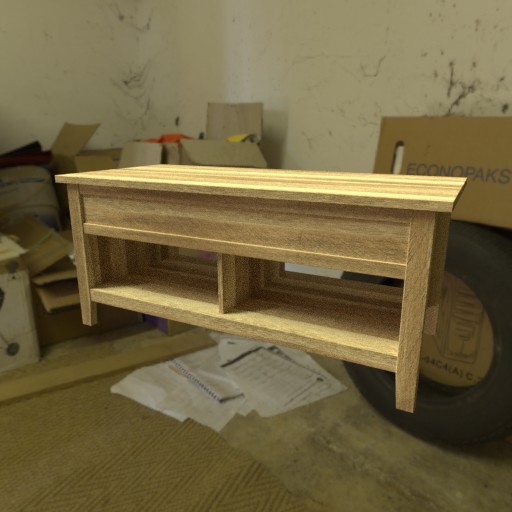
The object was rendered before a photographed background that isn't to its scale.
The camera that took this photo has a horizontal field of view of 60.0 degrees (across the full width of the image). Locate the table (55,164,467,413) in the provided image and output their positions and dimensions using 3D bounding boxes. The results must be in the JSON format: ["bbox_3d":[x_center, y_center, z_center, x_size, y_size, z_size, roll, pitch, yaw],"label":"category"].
[{"bbox_3d":[0.000,0.000,1.354,1.095,0.480,0.493,8,18,26],"label":"table"}]
